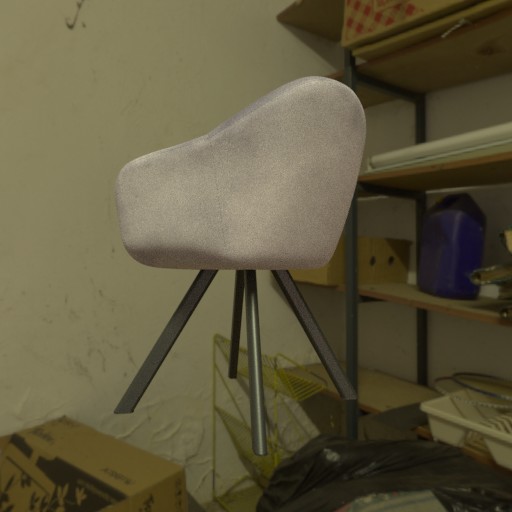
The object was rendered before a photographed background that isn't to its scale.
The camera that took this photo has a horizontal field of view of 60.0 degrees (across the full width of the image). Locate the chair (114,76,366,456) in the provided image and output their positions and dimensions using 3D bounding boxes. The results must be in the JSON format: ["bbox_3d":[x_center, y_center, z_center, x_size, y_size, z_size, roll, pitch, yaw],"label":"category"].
[{"bbox_3d":[0.000,0.000,1.150,0.540,0.780,0.570,-1,-2,35],"label":"chair"}]
